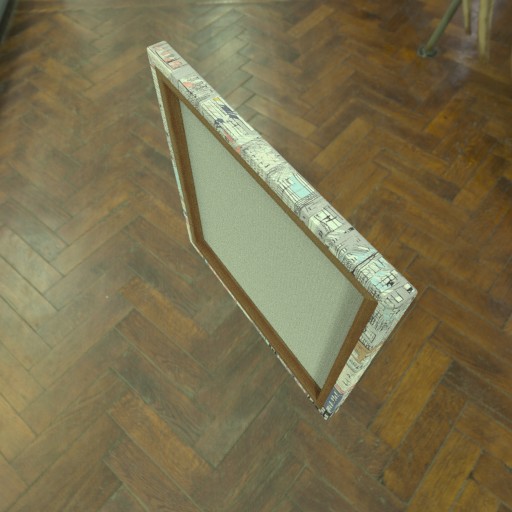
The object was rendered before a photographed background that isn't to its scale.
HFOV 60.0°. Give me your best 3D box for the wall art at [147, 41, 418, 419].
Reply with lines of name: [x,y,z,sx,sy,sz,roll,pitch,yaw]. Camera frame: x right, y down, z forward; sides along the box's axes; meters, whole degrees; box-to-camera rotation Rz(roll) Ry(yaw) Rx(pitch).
wall art: [0.000,0.000,1.127,0.048,0.762,0.761,-31,63,-18]
